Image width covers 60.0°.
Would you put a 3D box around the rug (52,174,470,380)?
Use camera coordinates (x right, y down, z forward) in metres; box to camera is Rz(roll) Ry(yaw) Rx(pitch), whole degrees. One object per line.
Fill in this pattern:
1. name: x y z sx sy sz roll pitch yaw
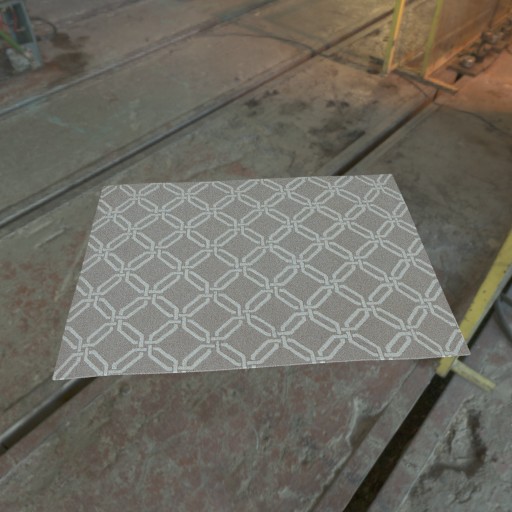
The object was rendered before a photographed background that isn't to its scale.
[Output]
1. rug: 0.000 0.000 2.746 2.135 0.013 1.524 -3 48 -3
